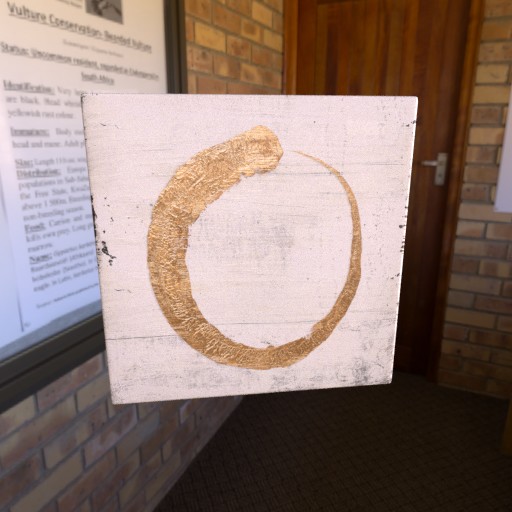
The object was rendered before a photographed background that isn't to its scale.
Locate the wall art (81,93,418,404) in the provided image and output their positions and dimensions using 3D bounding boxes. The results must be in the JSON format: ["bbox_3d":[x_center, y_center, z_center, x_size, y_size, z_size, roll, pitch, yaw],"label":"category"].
[{"bbox_3d":[0.000,0.000,0.895,0.610,0.611,0.040,-2,16,-7],"label":"wall art"}]
